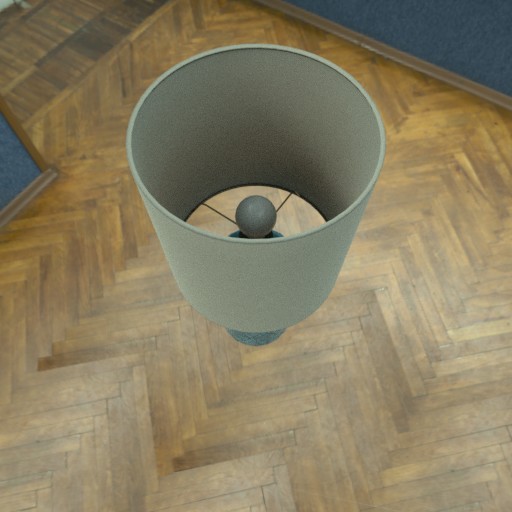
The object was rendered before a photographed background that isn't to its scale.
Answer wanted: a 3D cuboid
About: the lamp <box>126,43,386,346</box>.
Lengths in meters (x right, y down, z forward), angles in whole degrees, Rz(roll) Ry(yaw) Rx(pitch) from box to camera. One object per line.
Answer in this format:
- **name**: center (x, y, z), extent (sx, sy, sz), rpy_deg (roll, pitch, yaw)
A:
- **lamp**: center (0.000, 0.000, 0.744), extent (0.278, 0.597, 0.278), rpy_deg (32, 67, 15)
